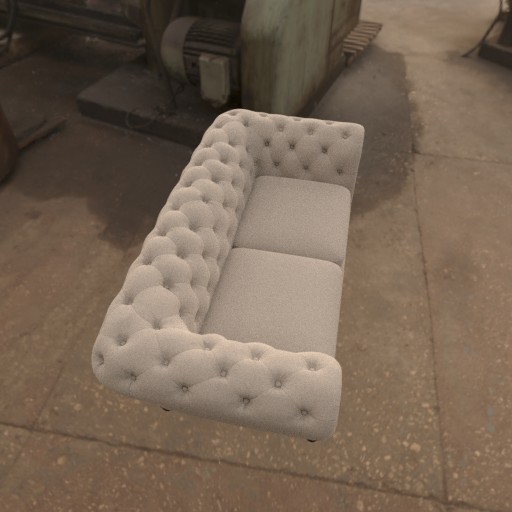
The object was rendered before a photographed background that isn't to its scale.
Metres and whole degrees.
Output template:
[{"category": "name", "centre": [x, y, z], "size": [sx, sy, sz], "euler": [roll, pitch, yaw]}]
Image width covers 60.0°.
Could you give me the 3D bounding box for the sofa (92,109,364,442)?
[{"category": "sofa", "centre": [0.000, 0.000, 2.432], "size": [0.986, 0.764, 1.998], "euler": [9, 47, 8]}]
